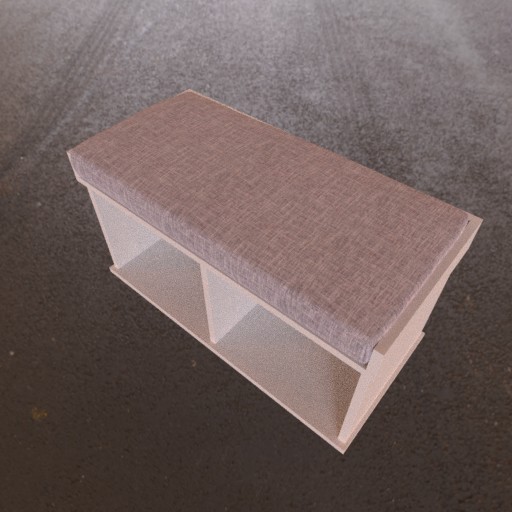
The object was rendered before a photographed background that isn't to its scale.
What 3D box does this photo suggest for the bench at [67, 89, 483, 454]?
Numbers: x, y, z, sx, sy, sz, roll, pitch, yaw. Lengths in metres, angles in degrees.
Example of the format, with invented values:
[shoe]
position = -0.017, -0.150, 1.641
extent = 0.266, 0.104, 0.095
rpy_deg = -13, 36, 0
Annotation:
[bench]
position = 0.000, 0.000, 0.989
extent = 0.734, 0.461, 0.362
rpy_deg = 32, 55, 26
